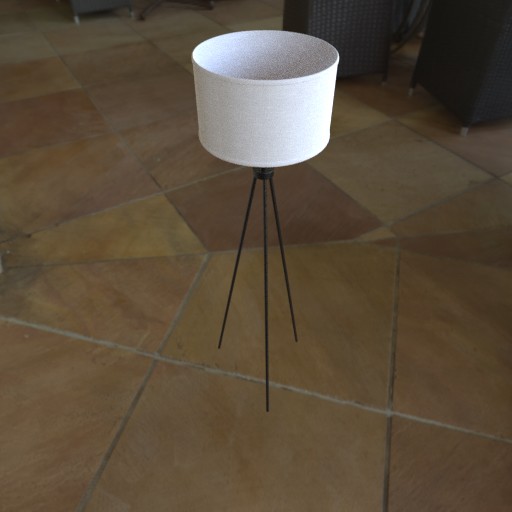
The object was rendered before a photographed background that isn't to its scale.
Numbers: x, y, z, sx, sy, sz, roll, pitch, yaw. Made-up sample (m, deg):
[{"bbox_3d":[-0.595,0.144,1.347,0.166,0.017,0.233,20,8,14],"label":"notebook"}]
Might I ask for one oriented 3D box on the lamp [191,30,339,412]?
[{"bbox_3d":[0.000,0.000,1.759,0.458,1.545,0.448,13,44,13],"label":"lamp"}]
